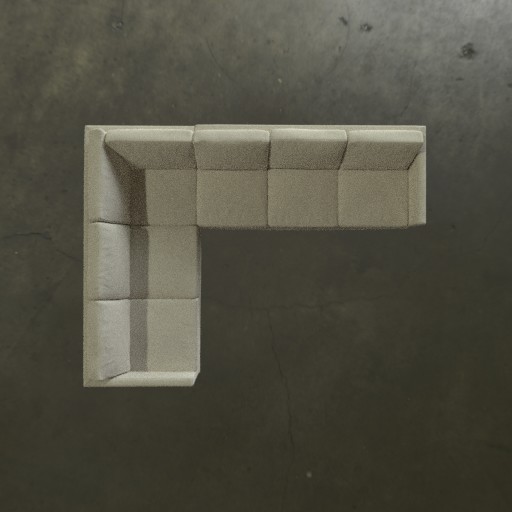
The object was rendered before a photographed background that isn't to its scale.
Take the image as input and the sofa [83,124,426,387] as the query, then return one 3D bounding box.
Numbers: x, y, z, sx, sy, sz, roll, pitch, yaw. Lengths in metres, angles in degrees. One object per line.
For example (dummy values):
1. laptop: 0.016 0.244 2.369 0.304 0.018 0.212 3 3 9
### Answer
1. sofa: 0.000 0.000 4.339 3.182 0.863 2.432 0 90 -1
